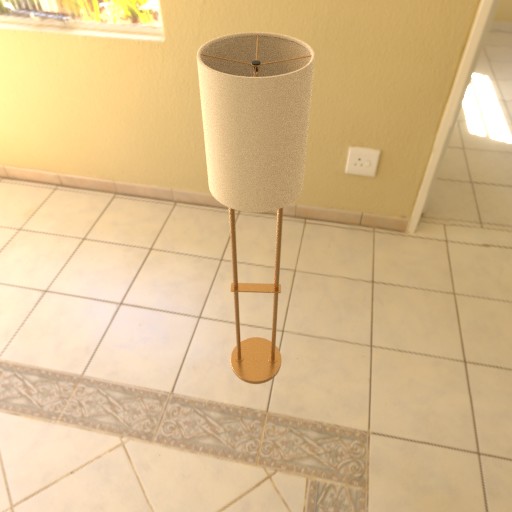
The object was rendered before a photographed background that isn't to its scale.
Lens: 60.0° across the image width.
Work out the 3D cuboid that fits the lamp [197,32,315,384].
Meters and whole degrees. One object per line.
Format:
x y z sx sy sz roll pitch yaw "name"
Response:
0.000 0.000 1.682 0.306 1.500 0.305 2 45 1 "lamp"
